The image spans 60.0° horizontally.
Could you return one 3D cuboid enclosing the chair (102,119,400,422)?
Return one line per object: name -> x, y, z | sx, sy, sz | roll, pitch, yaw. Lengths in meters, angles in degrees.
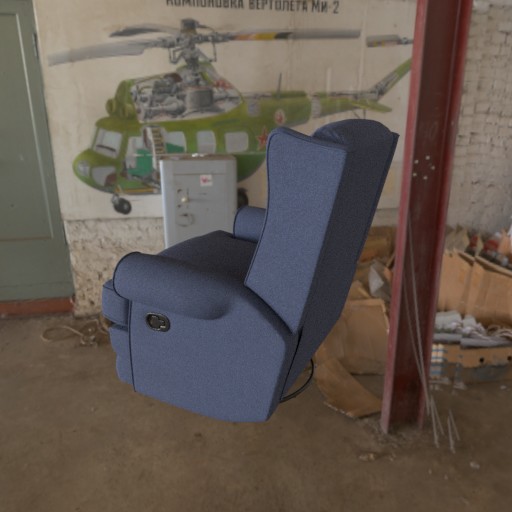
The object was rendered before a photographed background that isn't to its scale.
chair -> 0.000, 0.000, 1.715 | 0.877, 1.020, 0.971 | 9, 20, 25
